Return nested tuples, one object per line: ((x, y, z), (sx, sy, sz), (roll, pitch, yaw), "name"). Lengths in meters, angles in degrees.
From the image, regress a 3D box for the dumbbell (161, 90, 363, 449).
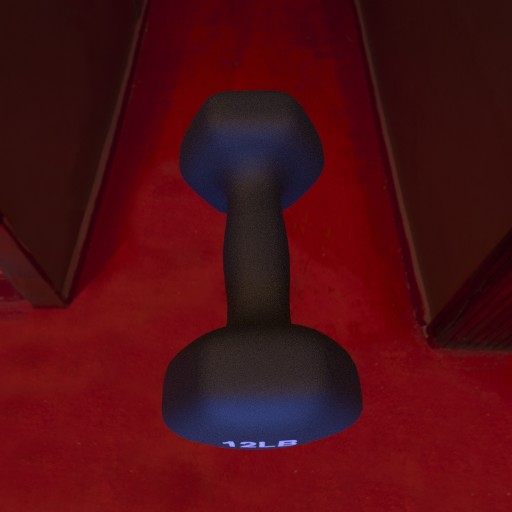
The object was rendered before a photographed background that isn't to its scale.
((0.000, 0.000, 0.292), (0.112, 0.101, 0.231), (-1, 59, -1), "dumbbell")
